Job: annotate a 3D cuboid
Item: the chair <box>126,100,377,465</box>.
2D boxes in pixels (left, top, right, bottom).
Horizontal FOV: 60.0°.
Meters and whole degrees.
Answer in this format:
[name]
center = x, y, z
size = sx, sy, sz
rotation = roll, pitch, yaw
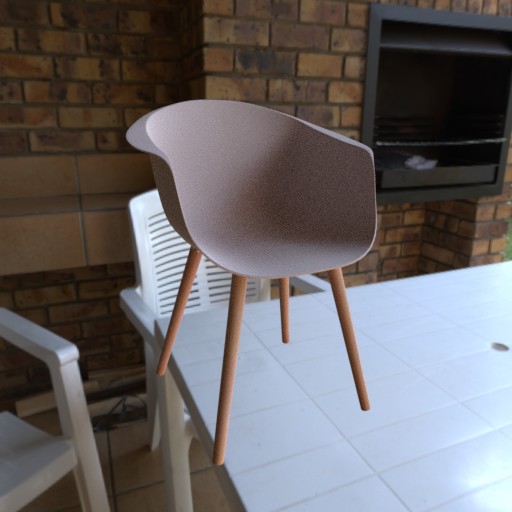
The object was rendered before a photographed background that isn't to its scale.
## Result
[chair]
center = 0.000, 0.000, 1.140
size = 0.593, 0.781, 0.504
rotation = -8, 18, -26
